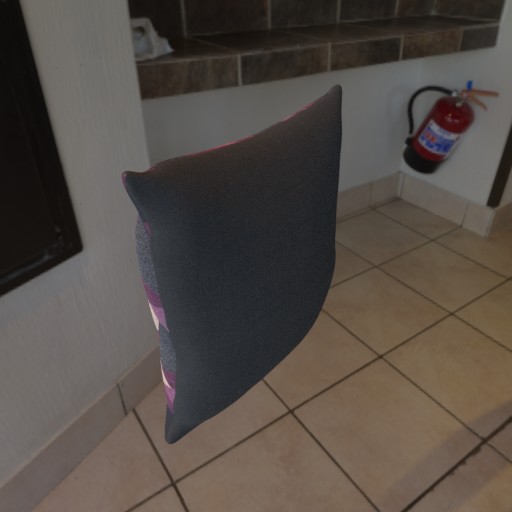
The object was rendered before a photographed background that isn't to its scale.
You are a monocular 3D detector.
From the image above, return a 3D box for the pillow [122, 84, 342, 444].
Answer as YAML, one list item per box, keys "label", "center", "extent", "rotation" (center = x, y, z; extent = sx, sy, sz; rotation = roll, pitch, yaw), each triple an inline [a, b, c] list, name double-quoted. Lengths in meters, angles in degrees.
- label: "pillow"
  center: [0.000, 0.000, 0.777]
  extent: [0.208, 0.496, 0.503]
  rotation: [23, 40, 30]
